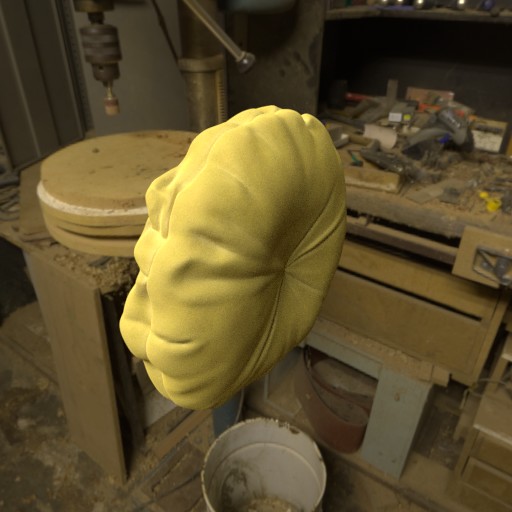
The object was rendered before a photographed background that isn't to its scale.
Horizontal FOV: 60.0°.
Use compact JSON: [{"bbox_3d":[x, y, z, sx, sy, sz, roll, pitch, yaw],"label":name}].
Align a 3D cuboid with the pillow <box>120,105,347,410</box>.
[{"bbox_3d":[0.000,0.000,0.634,0.148,0.407,0.428,22,38,31],"label":"pillow"}]
